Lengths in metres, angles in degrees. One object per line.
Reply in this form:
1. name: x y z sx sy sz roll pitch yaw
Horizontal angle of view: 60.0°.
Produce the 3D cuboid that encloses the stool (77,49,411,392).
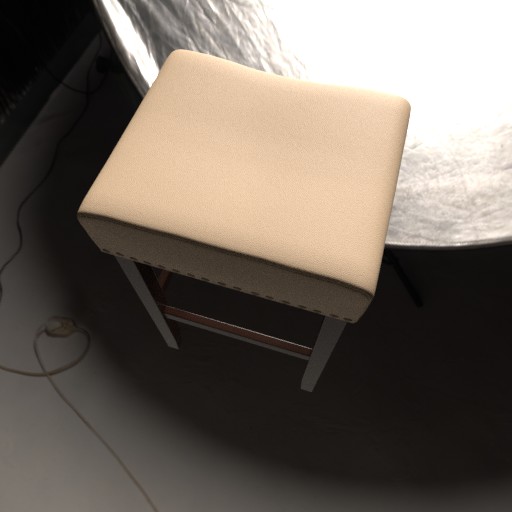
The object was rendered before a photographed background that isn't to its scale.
1. stool: 0.000 0.000 1.057 0.471 0.762 0.401 15 64 8
